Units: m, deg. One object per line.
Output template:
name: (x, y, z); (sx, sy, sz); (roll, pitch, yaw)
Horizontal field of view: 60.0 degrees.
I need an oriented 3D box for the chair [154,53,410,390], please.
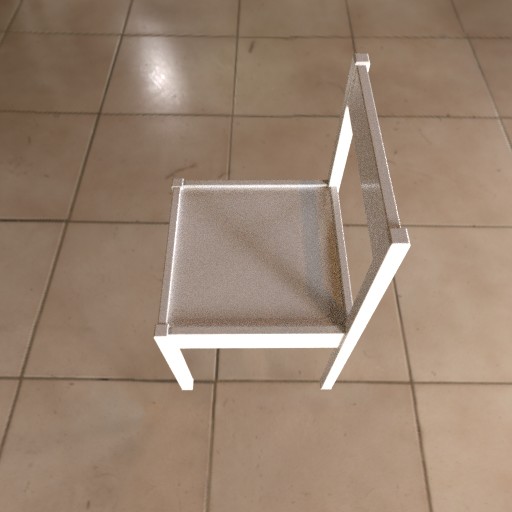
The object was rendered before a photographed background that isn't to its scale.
chair: (0.000, 0.000, 0.693); (0.285, 0.505, 0.285); (0, 59, 0)
